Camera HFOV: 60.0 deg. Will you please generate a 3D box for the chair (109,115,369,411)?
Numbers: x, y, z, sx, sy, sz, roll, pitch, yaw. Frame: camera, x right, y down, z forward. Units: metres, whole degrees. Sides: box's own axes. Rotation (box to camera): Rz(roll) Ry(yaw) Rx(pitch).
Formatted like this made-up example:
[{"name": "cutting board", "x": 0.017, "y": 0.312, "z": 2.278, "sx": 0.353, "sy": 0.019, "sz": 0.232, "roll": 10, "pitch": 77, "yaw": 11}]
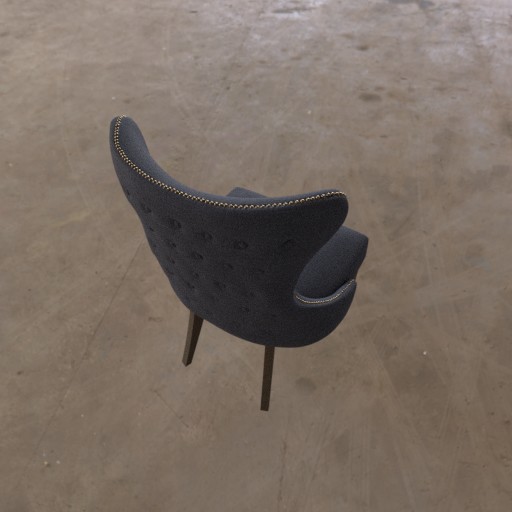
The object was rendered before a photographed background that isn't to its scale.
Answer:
[{"name": "chair", "x": 0.000, "y": 0.000, "z": 1.389, "sx": 0.628, "sy": 0.967, "sz": 0.635, "roll": 24, "pitch": 52, "yaw": 20}]
